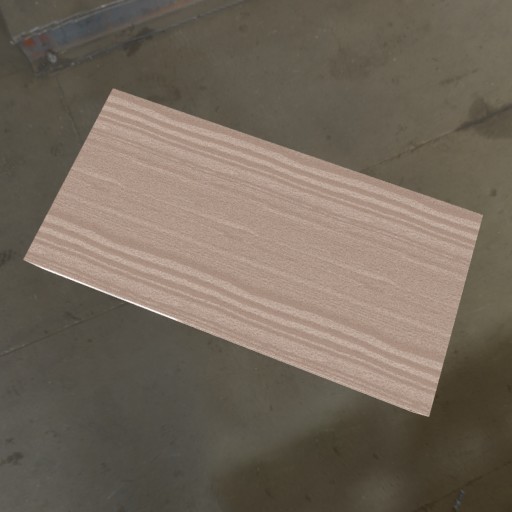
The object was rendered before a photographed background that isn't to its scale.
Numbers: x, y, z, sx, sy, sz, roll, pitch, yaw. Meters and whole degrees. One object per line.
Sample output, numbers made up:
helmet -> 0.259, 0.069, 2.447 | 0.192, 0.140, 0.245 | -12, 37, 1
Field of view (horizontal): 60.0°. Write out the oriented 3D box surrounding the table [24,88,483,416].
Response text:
table -> 0.000, 0.000, 1.503 | 1.200, 0.450, 0.600 | 20, 77, 5
